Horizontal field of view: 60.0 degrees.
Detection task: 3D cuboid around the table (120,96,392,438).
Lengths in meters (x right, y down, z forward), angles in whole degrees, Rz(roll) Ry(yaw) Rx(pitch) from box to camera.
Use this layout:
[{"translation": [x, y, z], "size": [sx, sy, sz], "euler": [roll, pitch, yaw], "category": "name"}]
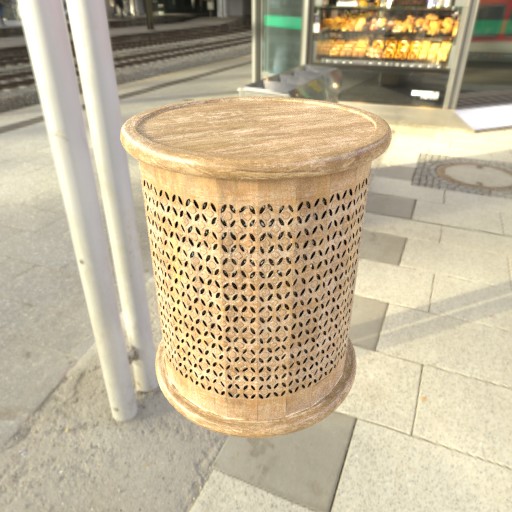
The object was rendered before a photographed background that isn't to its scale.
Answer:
[{"translation": [0.000, 0.000, 0.801], "size": [0.407, 0.482, 0.407], "euler": [0, 30, 0], "category": "table"}]
